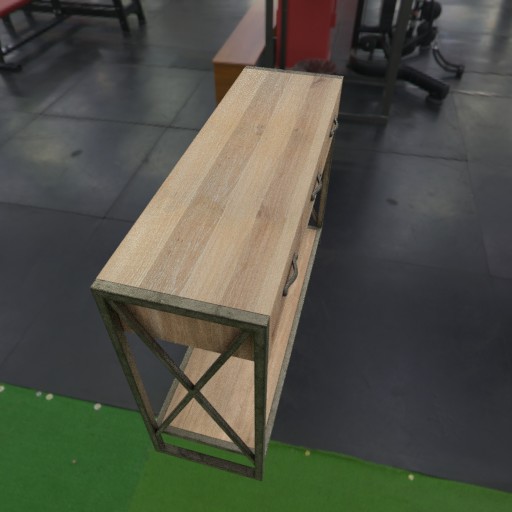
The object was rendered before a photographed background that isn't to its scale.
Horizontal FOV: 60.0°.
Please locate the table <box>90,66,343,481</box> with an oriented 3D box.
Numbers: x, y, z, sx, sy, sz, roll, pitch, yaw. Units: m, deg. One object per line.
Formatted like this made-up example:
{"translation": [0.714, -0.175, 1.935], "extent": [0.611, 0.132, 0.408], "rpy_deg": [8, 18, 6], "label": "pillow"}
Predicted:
{"translation": [0.000, 0.000, 1.420], "extent": [0.361, 0.763, 1.059], "rpy_deg": [11, 46, 11], "label": "table"}
